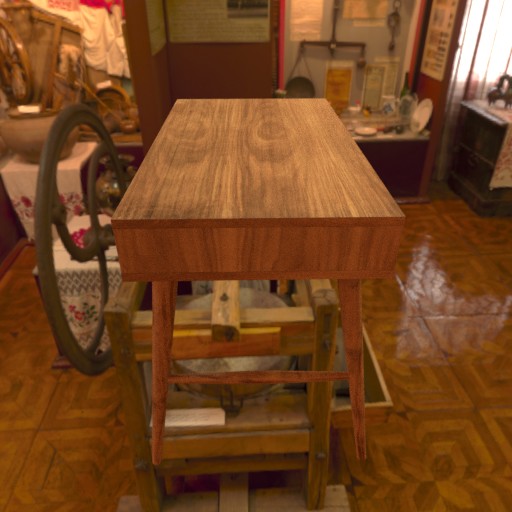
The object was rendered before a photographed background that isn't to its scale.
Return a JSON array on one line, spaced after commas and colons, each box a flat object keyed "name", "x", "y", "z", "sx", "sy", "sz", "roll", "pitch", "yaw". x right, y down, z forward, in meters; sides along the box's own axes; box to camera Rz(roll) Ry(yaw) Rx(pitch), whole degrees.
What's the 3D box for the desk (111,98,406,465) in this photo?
[{"name": "desk", "x": 0.000, "y": 0.000, "z": 1.415, "sx": 0.588, "sy": 0.758, "sz": 0.949, "roll": -1, "pitch": 32, "yaw": -1}]
